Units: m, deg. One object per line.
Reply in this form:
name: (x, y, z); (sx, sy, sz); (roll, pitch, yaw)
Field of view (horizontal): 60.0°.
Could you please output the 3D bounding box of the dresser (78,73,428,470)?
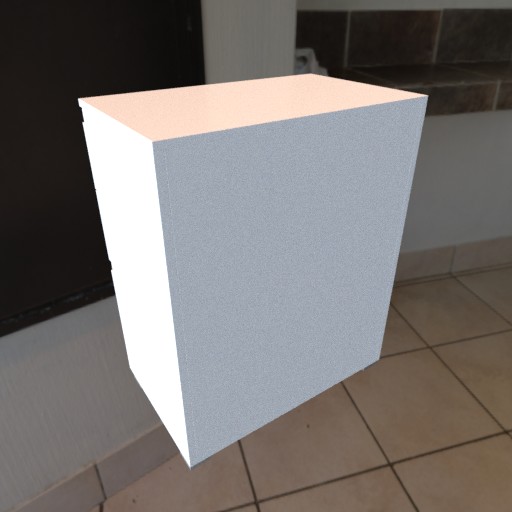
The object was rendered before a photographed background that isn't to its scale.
dresser: (0.000, 0.000, 1.165); (0.650, 0.800, 0.400); (-19, 35, -29)
